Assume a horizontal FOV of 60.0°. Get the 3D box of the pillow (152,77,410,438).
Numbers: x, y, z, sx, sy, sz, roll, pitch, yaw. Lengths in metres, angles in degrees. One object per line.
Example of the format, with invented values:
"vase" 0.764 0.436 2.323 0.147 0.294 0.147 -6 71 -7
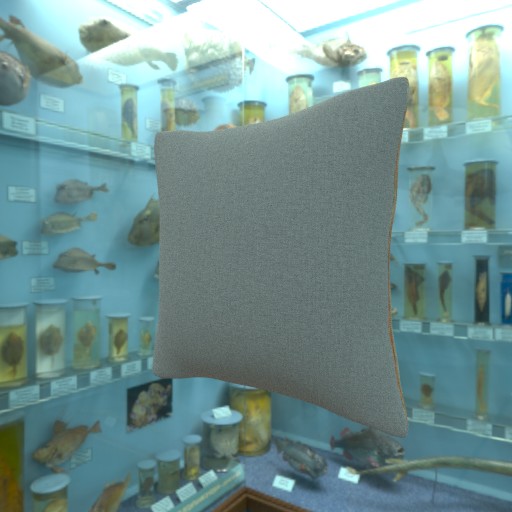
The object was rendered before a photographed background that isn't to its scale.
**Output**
"pillow" 0.000 0.000 0.634 0.437 0.419 0.136 1 1 36
